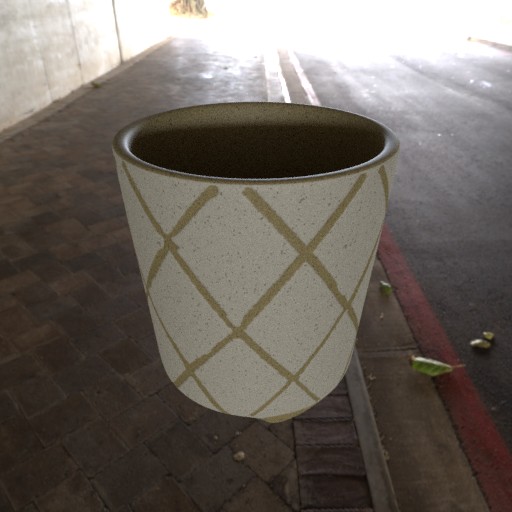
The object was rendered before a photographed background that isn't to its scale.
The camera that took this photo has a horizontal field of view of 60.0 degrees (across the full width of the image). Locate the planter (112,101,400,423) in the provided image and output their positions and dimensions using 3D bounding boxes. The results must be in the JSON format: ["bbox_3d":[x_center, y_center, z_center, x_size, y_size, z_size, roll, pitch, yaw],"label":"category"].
[{"bbox_3d":[0.000,0.000,0.354,0.191,0.199,0.191,0,31,0],"label":"planter"}]
